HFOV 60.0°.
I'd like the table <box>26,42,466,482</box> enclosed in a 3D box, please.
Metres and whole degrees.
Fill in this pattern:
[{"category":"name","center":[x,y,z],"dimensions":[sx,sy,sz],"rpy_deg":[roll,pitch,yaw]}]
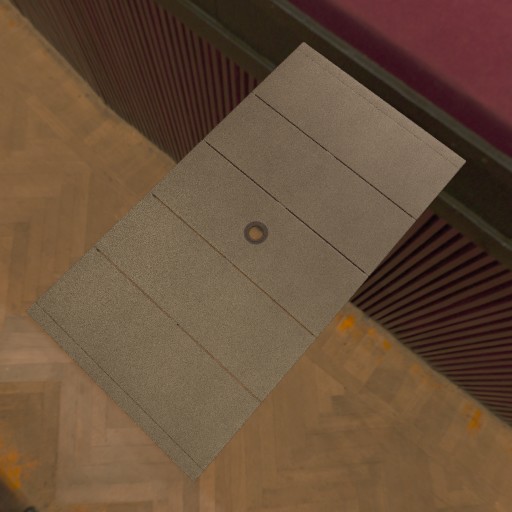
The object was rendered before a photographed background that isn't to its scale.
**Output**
[{"category":"table","center":[0.000,0.000,2.163],"dimensions":[0.914,0.735,1.680],"rpy_deg":[41,79,10]}]
